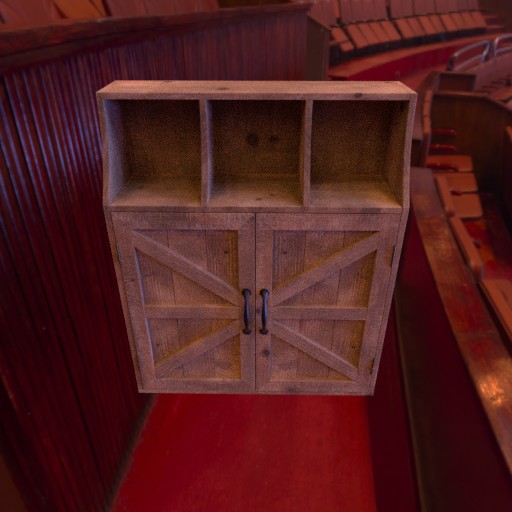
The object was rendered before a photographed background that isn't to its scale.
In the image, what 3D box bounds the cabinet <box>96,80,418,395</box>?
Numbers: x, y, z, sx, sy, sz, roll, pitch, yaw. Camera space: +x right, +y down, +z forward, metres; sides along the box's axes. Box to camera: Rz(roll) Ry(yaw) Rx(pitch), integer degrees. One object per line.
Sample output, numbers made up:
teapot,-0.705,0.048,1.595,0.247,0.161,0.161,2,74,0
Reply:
cabinet,0.000,0.000,0.834,0.489,0.590,0.184,0,31,1
